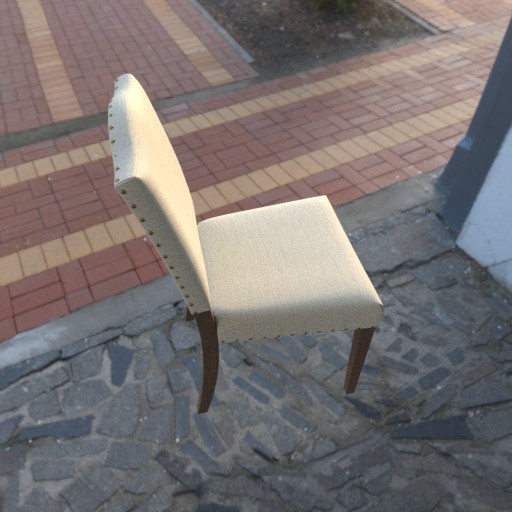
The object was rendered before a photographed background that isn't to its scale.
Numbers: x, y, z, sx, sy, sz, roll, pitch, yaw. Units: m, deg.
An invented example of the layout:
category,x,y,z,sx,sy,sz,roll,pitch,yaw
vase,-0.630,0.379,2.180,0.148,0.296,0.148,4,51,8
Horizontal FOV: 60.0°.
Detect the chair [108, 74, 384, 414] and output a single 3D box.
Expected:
category,x,y,z,sx,sy,sz,roll,pitch,yaw
chair,0.000,0.000,1.308,0.619,1.015,0.508,-9,47,-8
